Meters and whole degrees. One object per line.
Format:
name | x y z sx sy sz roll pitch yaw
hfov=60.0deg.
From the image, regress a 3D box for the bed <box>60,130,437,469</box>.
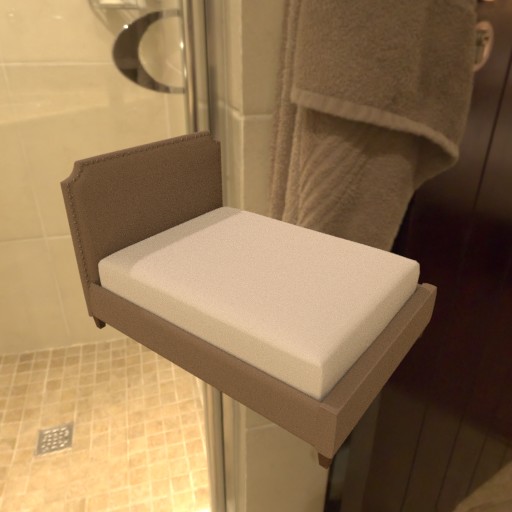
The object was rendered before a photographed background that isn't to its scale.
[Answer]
bed | 0.000 0.000 3.472 2.372 1.443 1.713 19 33 33
